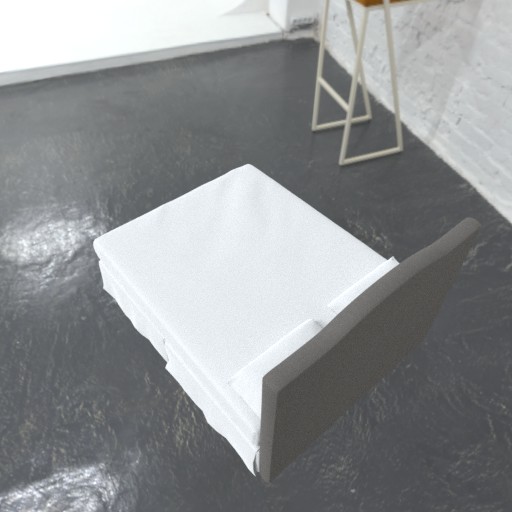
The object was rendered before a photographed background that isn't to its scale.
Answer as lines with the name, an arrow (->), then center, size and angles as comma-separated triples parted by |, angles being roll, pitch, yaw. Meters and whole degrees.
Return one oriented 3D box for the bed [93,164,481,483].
bed -> 0.000, 0.000, 3.379 | 1.821, 1.436, 2.282 | -32, 54, -26
